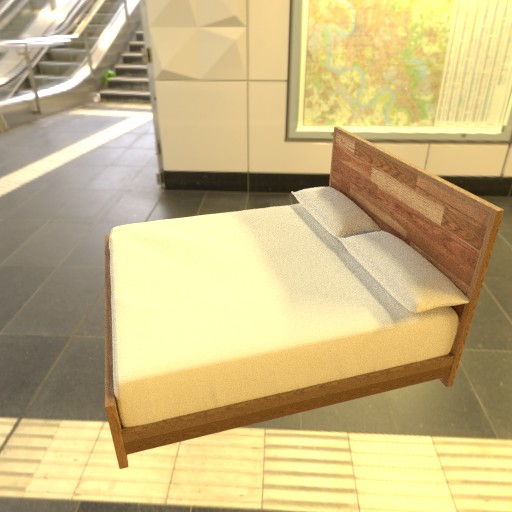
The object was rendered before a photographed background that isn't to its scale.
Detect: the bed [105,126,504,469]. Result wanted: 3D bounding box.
[{"bbox_3d":[0.000,0.000,3.263,2.184,1.295,2.013,-8,30,-14],"label":"bed"}]
